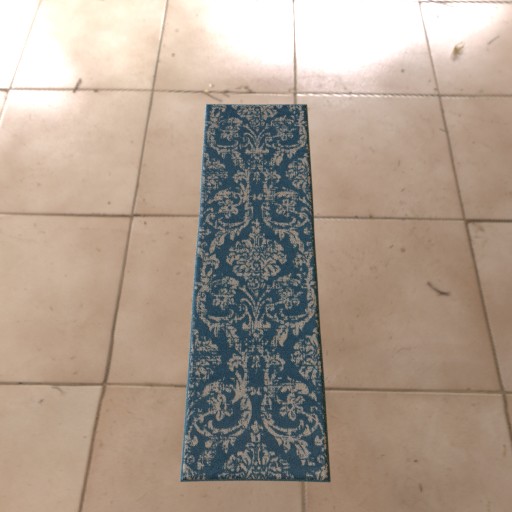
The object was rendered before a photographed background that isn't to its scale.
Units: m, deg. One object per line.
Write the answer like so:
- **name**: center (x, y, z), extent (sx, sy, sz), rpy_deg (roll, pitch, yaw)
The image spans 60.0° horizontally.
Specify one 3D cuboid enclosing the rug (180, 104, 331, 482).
- **rug**: center (0.000, 0.000, 2.416), extent (0.662, 0.011, 2.196), rpy_deg (0, 64, 0)
